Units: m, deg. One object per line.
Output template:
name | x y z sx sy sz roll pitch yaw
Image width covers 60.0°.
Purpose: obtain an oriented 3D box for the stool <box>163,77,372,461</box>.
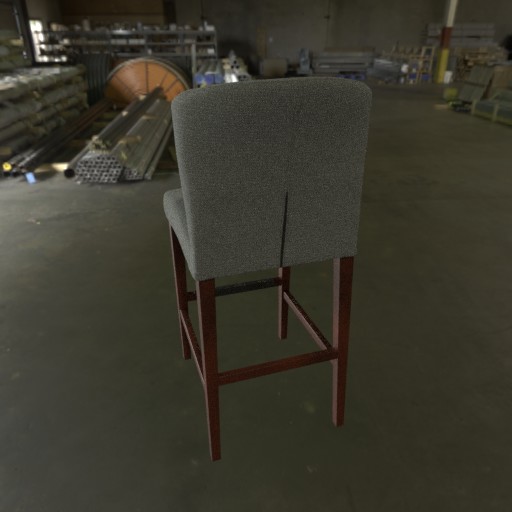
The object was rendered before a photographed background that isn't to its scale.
stool | 0.000 0.000 1.369 0.486 1.069 0.568 -9 28 -16
